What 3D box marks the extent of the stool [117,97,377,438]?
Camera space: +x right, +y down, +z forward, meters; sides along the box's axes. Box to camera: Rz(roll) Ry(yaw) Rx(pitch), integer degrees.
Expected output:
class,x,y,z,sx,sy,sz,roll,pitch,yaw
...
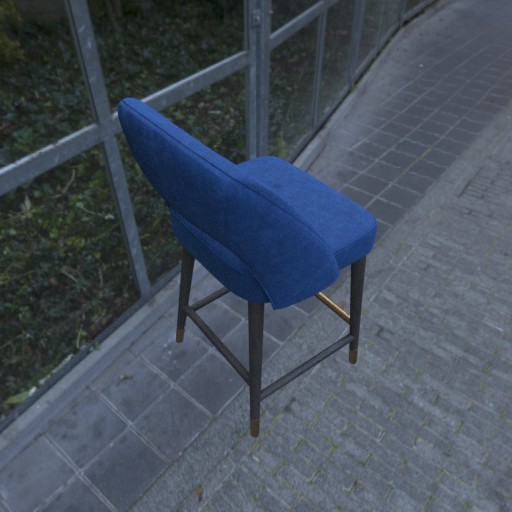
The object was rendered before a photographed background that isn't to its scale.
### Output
class,x,y,z,sx,sy,sz,roll,pitch,yaw
stool,0.000,0.000,1.234,0.524,0.925,0.536,-27,48,-28
